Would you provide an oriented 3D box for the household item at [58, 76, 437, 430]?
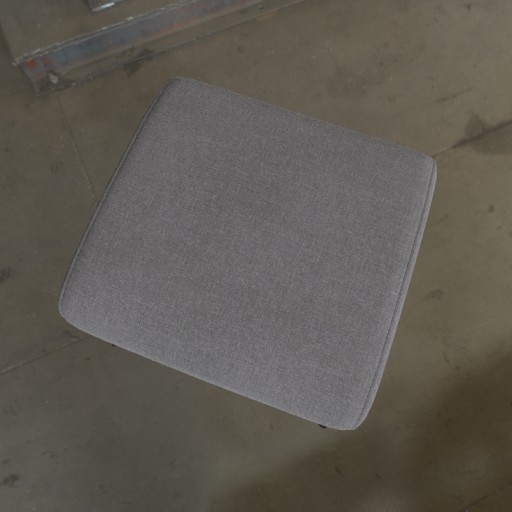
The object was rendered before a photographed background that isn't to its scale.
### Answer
[{"bbox_3d":[0.000,0.000,0.881,0.530,0.410,0.530,20,75,6],"label":"household item"}]
